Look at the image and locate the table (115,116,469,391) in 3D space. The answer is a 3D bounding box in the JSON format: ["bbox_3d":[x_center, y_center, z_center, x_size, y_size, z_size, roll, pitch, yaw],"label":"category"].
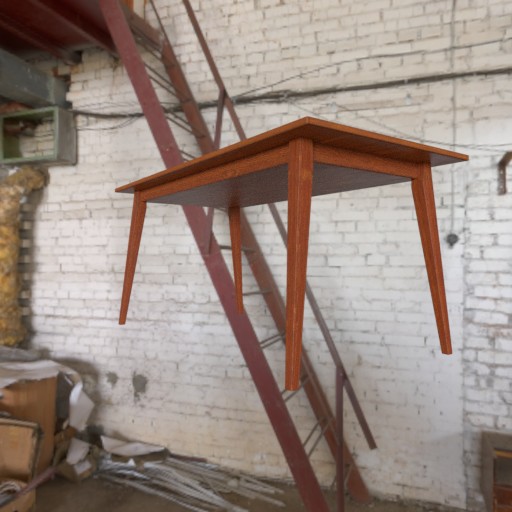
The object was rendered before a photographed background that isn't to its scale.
[{"bbox_3d":[0.000,0.000,2.076,0.811,0.755,1.609,0,0,-35],"label":"table"}]
